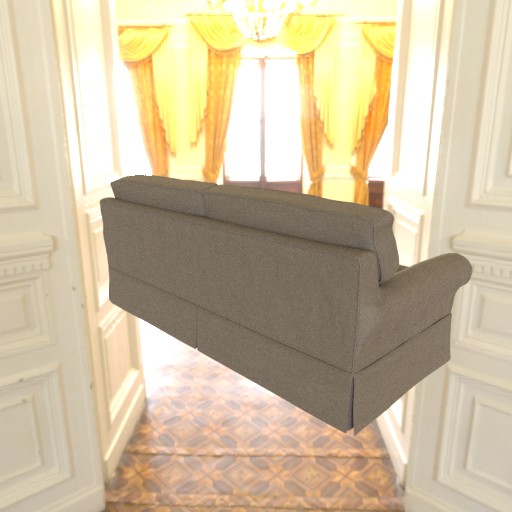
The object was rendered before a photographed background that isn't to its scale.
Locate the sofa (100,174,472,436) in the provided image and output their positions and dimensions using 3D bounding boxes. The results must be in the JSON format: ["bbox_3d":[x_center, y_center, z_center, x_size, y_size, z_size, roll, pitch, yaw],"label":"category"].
[{"bbox_3d":[0.000,0.000,2.749,0.991,0.943,2.248,-14,21,-42],"label":"sofa"}]
